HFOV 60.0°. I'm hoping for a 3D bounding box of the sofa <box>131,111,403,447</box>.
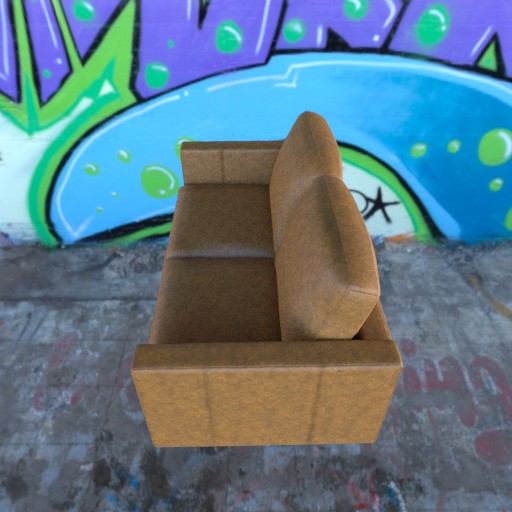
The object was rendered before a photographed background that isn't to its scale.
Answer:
[{"bbox_3d":[0.000,0.000,2.134,0.909,0.951,1.578,-1,41,-1],"label":"sofa"}]
